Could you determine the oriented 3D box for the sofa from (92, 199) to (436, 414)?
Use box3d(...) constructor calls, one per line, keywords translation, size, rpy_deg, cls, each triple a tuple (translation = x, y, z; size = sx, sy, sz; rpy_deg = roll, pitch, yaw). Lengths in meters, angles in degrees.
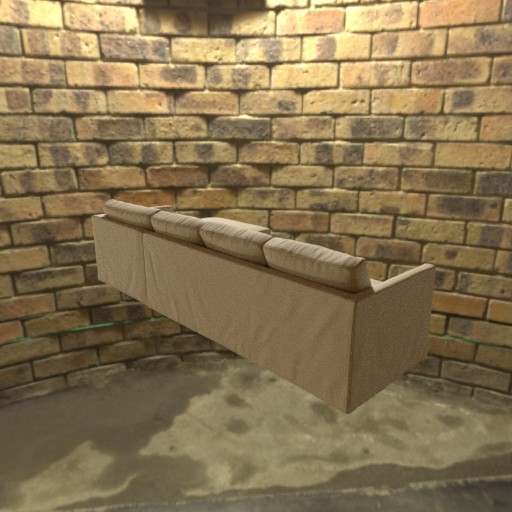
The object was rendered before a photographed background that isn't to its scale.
box3d(translation=(0.000, 0.000, 3.993), size=(1.622, 0.871, 3.206), rpy_deg=(-15, 22, -42), cls="sofa")
